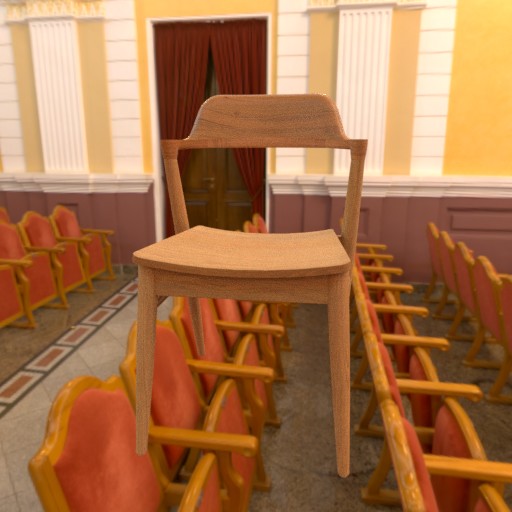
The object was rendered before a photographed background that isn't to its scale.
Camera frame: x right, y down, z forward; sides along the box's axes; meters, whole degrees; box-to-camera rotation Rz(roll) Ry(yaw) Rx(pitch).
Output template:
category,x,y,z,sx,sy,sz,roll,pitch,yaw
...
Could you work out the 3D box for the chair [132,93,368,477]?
category,x,y,z,sx,sy,sz,roll,pitch,yaw
chair,0.000,0.000,1.075,0.512,0.792,0.499,2,14,8
